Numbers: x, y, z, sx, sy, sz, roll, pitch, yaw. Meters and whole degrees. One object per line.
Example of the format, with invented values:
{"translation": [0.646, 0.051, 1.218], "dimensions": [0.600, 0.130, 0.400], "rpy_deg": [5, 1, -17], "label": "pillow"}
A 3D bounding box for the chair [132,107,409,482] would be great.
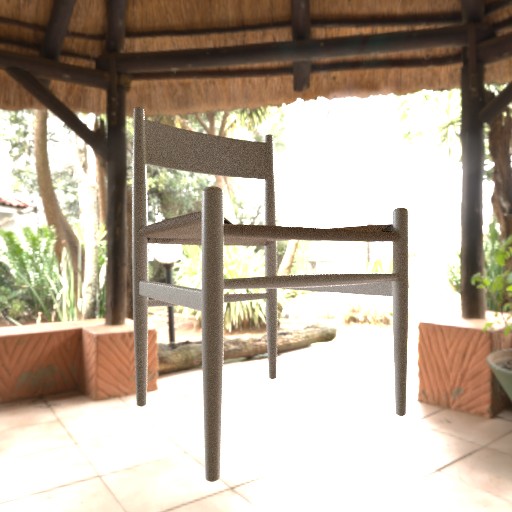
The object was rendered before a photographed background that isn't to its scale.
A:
{"translation": [0.000, 0.000, 1.087], "dimensions": [0.556, 0.762, 0.495], "rpy_deg": [0, 0, -36], "label": "chair"}
